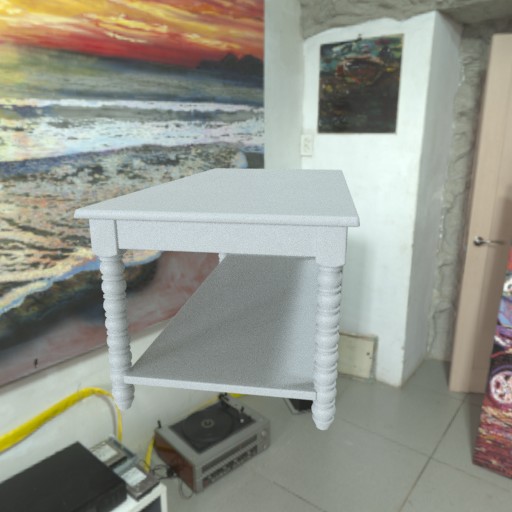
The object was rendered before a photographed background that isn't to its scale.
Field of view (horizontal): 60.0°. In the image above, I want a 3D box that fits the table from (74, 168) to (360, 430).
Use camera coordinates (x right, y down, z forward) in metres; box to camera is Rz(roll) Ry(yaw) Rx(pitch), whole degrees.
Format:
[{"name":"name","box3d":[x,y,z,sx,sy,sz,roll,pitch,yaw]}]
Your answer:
[{"name":"table","box3d":[0.000,0.000,1.476,0.580,0.487,1.171,2,15,9]}]
